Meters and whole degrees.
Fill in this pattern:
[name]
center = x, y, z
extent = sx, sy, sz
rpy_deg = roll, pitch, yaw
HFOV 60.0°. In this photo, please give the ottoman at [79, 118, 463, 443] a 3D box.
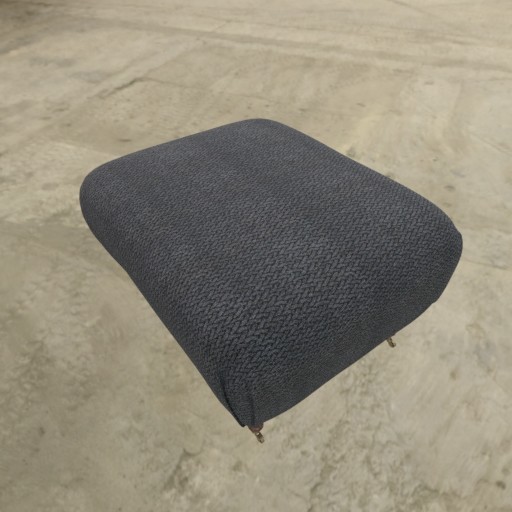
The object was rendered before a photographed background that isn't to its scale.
[ottoman]
center = 0.000, 0.000, 1.103
extent = 0.622, 0.450, 0.747
rpy_deg = -26, 47, -27
